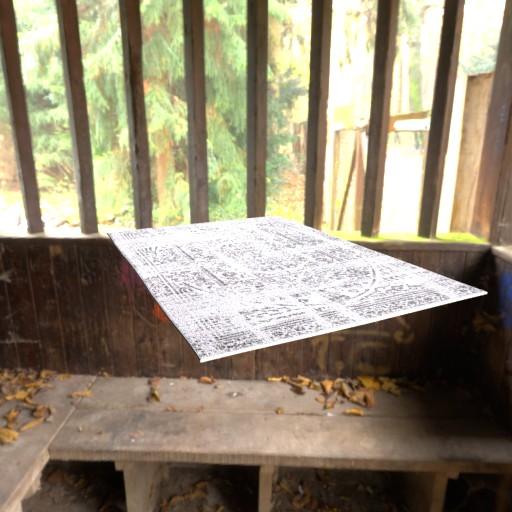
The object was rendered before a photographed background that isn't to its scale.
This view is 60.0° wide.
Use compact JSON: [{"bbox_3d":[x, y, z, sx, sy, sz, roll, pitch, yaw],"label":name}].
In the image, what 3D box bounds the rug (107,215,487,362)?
[{"bbox_3d":[0.000,0.000,3.166,1.706,0.026,2.438,-8,18,-25],"label":"rug"}]
